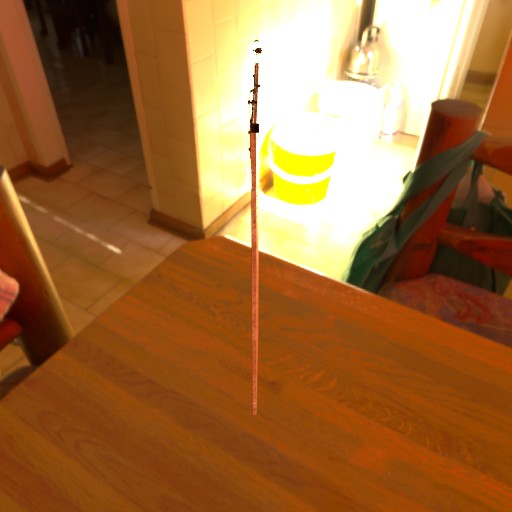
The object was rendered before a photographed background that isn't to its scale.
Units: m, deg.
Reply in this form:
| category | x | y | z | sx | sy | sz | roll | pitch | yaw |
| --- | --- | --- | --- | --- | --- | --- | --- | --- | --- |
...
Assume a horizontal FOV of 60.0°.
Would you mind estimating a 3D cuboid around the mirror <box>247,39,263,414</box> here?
| category | x | y | z | sx | sy | sz | roll | pitch | yaw |
| --- | --- | --- | --- | --- | --- | --- | --- | --- | --- |
| mirror | 0.000 | 0.000 | 2.139 | 0.042 | 1.793 | 0.847 | 1 | 41 | 1 |
